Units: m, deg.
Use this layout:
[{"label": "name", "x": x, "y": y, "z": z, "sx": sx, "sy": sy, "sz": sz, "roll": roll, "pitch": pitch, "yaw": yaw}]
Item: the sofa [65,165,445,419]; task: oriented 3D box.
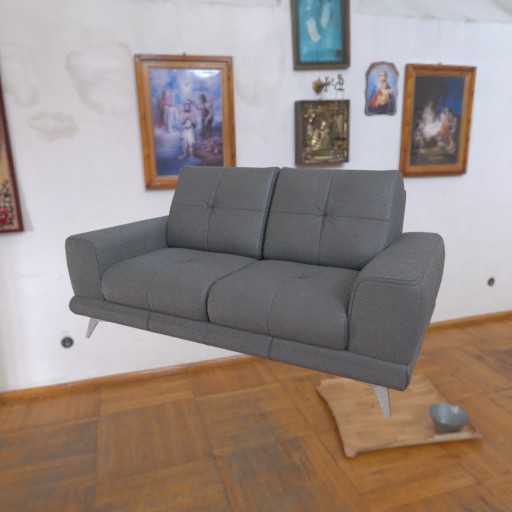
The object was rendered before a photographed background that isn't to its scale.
[{"label": "sofa", "x": 0.000, "y": 0.000, "z": 2.355, "sx": 1.806, "sy": 0.907, "sz": 1.018, "roll": 7, "pitch": 16, "yaw": 26}]
